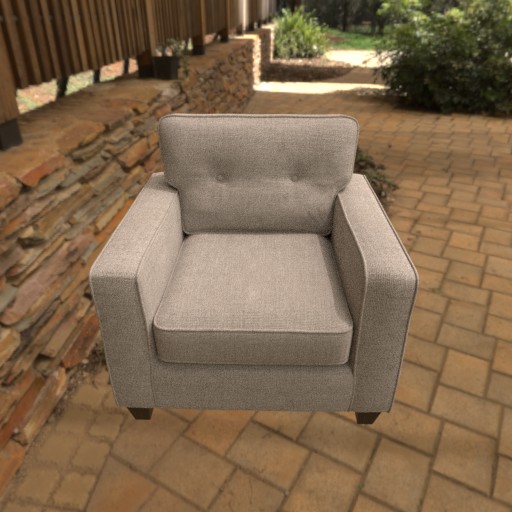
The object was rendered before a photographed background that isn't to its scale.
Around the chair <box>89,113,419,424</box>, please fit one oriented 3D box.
[{"bbox_3d":[0.000,0.000,1.765,1.015,0.965,0.939,1,30,1],"label":"chair"}]
